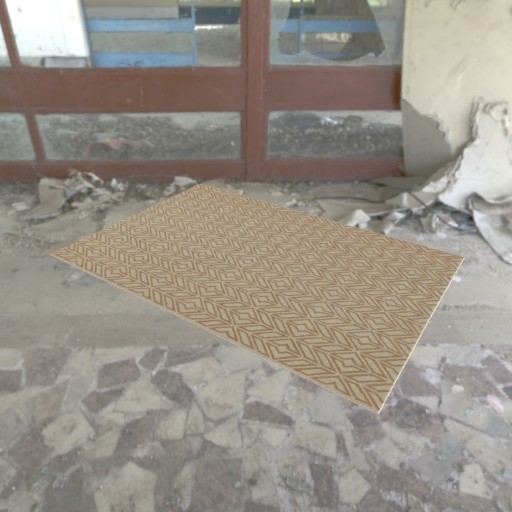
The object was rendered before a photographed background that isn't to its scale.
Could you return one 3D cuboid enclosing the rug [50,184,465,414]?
[{"bbox_3d":[0.000,0.000,2.347,1.828,0.007,1.220,20,36,29],"label":"rug"}]
